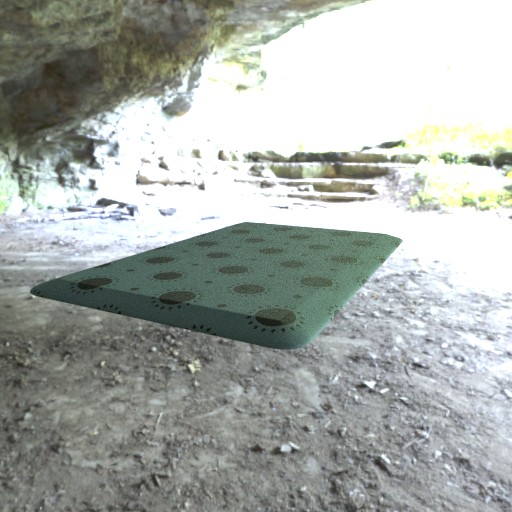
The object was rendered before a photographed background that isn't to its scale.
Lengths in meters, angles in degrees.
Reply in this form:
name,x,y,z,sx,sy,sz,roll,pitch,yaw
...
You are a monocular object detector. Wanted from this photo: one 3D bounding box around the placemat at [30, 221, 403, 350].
name,x,y,z,sx,sy,sz,roll,pitch,yaw
placemat,0.000,0.000,0.965,0.508,0.021,0.762,7,15,26
